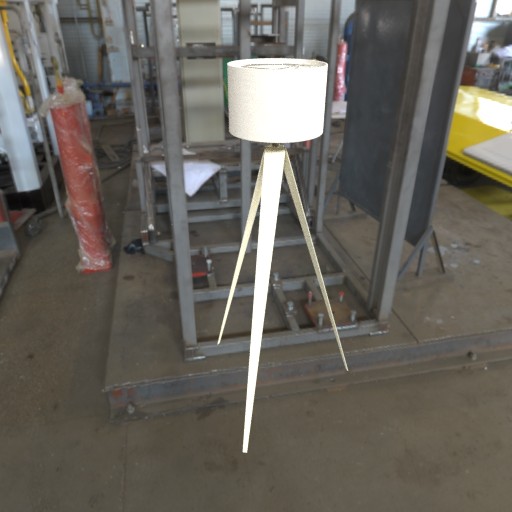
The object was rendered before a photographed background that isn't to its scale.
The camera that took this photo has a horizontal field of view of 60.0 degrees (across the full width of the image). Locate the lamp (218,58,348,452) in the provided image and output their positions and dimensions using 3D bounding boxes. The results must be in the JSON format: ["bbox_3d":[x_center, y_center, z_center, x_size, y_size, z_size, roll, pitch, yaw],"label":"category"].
[{"bbox_3d":[0.000,0.000,1.906,0.716,1.524,0.724,18,34,28],"label":"lamp"}]
